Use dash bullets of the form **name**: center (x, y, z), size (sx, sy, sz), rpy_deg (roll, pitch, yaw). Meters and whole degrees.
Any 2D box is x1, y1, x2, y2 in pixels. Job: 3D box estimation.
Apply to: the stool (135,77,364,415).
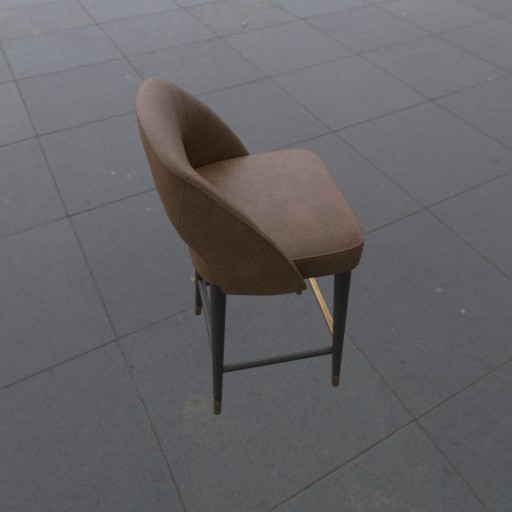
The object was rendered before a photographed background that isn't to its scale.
- **stool**: center (0.000, 0.000, 1.318), size (0.509, 1.037, 0.494), rpy_deg (-10, 48, -9)
